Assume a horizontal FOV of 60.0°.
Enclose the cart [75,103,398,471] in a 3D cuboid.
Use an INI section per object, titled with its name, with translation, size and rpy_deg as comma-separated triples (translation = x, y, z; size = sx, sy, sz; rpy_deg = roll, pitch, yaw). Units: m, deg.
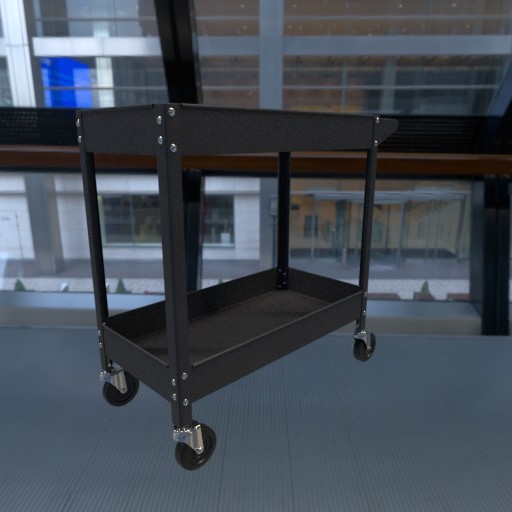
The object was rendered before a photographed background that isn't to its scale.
[cart]
translation = 0.000, 0.000, 1.175
size = 0.779, 0.719, 0.366
rpy_deg = -15, 21, -43
